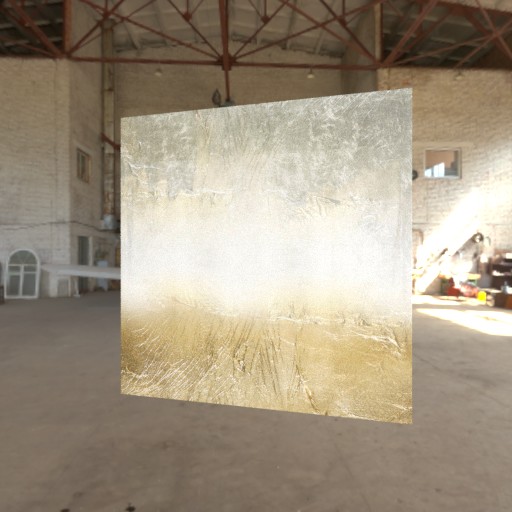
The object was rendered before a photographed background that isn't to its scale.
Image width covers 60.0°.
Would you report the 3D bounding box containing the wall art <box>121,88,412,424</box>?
[{"bbox_3d":[0.000,0.000,0.613,0.405,0.407,0.038,0,0,17],"label":"wall art"}]
